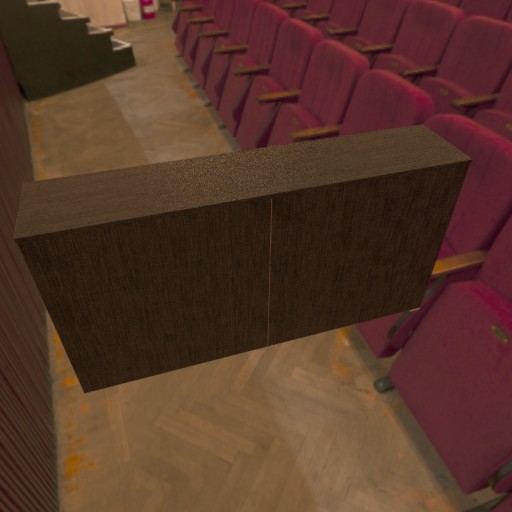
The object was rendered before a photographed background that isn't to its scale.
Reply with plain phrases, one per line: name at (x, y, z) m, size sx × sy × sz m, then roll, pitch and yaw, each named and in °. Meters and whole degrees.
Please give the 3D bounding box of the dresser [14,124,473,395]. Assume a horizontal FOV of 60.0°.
dresser at (0.000, 0.000, 1.800) m, size 1.535 × 0.790 × 0.333 m, roll -12°, pitch 42°, yaw -13°
